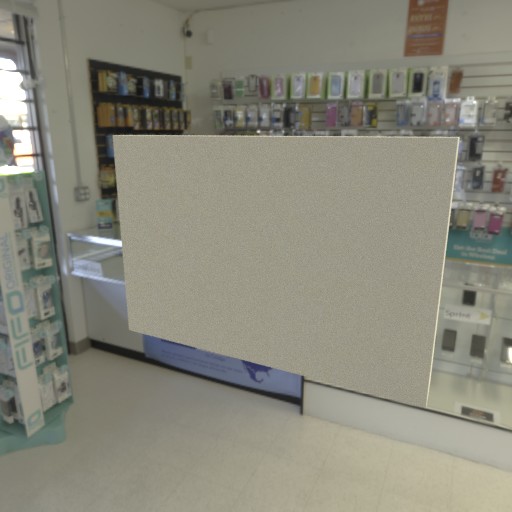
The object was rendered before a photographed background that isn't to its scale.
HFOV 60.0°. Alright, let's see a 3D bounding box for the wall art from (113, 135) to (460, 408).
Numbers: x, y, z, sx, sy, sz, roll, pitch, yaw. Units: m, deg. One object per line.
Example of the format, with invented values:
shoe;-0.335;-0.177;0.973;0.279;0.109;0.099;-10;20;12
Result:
wall art;0.000;0.000;1.150;0.898;0.601;0.038;8;18;27
